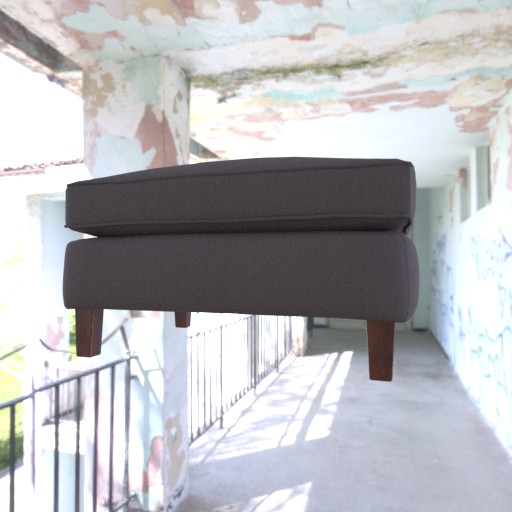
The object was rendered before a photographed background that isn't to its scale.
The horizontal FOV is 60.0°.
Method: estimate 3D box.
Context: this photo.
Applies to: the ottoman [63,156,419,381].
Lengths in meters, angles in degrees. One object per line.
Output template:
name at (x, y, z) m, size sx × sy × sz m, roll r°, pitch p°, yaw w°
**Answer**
ottoman at (0.000, 0.000, 1.005) m, size 0.686 × 0.406 × 0.508 m, roll 0°, pitch -1°, yaw 18°
